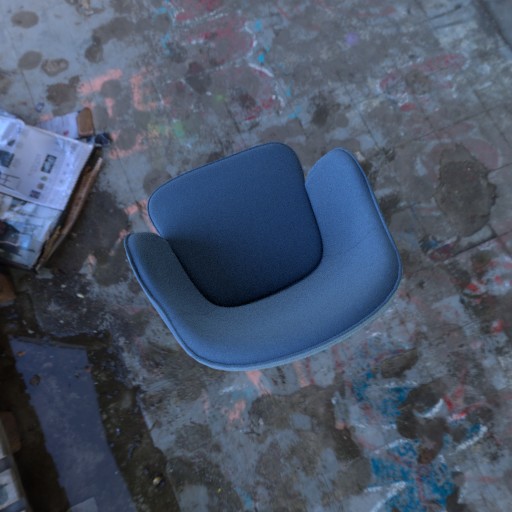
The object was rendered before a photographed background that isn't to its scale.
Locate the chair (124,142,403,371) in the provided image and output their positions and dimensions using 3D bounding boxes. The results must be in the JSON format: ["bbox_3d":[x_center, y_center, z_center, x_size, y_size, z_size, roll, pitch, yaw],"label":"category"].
[{"bbox_3d":[0.000,0.000,1.205,0.570,0.815,0.585,-23,77,-6],"label":"chair"}]
